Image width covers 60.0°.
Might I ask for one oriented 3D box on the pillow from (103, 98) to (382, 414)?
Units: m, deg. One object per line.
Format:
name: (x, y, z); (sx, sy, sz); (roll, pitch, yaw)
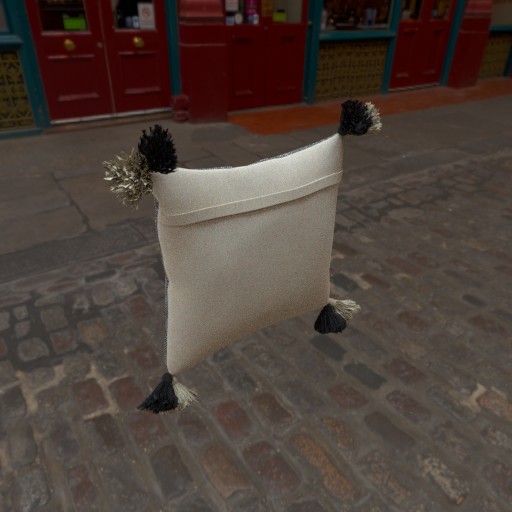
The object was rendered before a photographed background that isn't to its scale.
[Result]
pillow: (0.000, 0.000, 1.004); (0.654, 0.659, 0.170); (-18, 35, -28)
